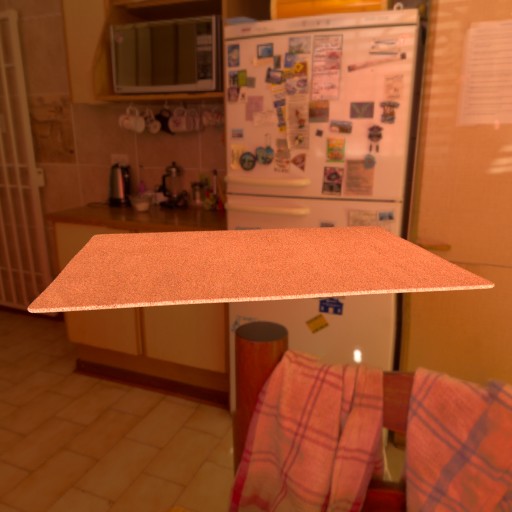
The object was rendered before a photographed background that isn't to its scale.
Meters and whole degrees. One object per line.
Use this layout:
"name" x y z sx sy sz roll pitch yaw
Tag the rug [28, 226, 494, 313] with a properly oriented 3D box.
"rug" 0.000 0.000 3.364 2.700 0.024 1.801 -2 16 -8
